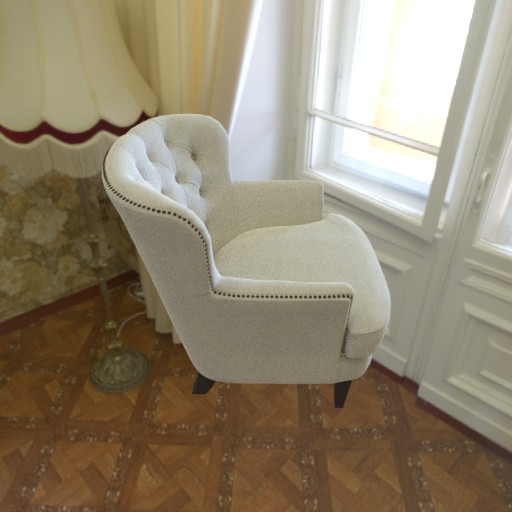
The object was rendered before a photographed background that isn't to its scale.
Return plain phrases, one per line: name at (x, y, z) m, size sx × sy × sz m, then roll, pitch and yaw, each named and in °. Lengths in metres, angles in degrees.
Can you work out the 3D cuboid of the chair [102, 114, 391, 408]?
chair at (0.000, 0.000, 1.612) m, size 0.906 × 0.868 × 0.848 m, roll 0°, pitch 33°, yaw 1°
